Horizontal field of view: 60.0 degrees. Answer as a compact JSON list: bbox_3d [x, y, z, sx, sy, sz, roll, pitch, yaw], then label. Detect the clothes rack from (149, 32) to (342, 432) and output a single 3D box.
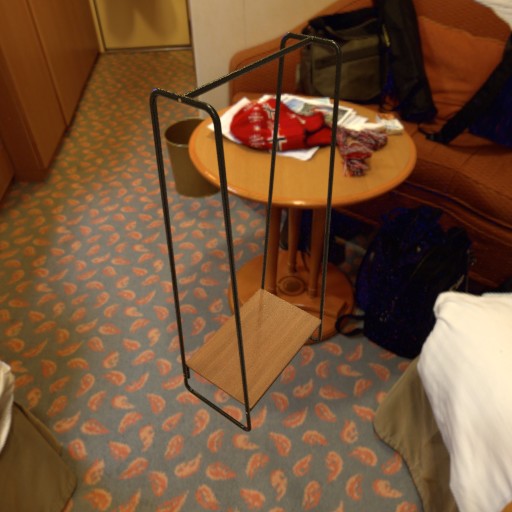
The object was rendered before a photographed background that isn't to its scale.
[{"bbox_3d":[0.000,0.000,1.778,0.400,1.500,0.640,26,48,26],"label":"clothes rack"}]
